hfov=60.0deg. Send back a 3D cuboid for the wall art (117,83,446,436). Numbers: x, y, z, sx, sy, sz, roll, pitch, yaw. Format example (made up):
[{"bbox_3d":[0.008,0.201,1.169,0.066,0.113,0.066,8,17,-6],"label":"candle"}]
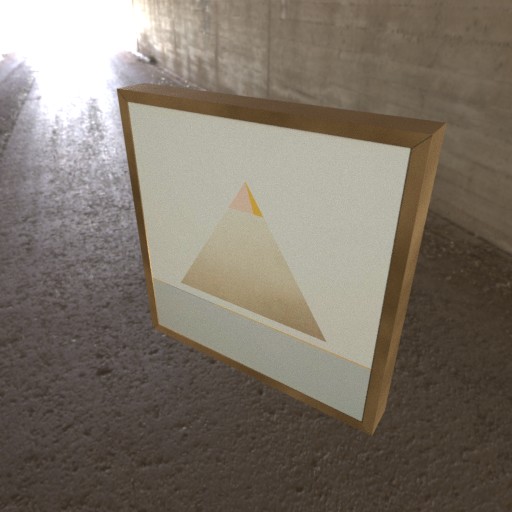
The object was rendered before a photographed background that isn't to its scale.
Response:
[{"bbox_3d":[0.000,0.000,0.455,0.305,0.303,0.038,19,35,28],"label":"wall art"}]
